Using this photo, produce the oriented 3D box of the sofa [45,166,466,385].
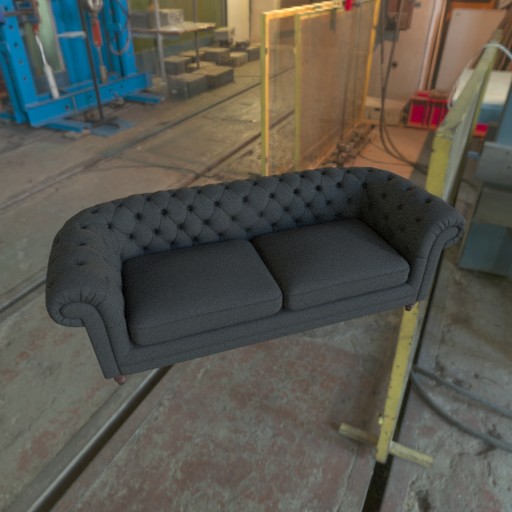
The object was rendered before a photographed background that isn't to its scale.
[{"bbox_3d":[0.000,0.000,2.838,2.362,0.762,0.991,-11,35,-16],"label":"sofa"}]
